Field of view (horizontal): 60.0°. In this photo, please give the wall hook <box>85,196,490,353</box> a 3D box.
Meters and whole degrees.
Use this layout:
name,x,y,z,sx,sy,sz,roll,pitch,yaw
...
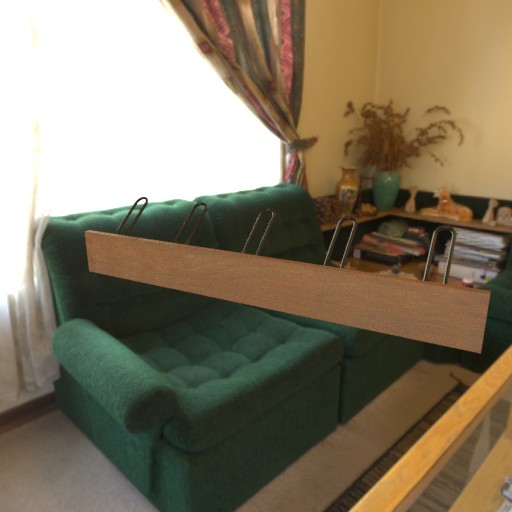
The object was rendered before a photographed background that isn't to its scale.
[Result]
name,x,y,z,sx,sy,sz,roll,pitch,yaw
wall hook,0.000,0.000,0.589,0.554,0.116,0.076,9,19,27
